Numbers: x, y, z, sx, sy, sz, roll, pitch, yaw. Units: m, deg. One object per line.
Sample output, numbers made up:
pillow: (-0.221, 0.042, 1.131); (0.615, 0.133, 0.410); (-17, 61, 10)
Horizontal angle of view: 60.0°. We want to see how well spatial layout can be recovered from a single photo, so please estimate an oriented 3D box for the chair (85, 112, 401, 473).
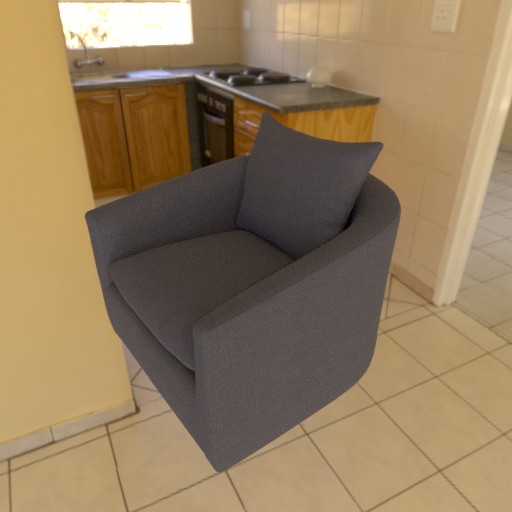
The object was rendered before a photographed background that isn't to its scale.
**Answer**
chair: (0.000, 0.000, 1.583); (0.910, 0.848, 0.845); (-20, 36, -31)
